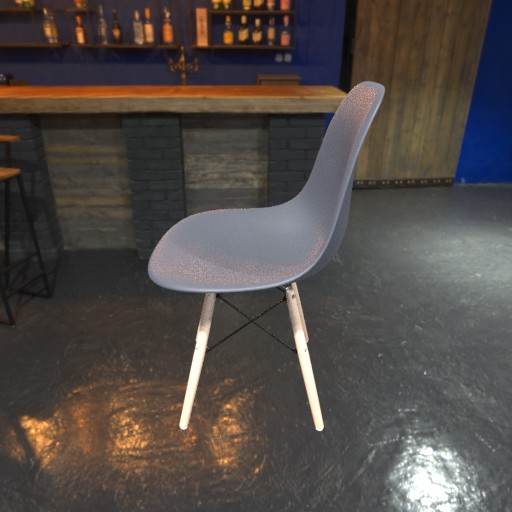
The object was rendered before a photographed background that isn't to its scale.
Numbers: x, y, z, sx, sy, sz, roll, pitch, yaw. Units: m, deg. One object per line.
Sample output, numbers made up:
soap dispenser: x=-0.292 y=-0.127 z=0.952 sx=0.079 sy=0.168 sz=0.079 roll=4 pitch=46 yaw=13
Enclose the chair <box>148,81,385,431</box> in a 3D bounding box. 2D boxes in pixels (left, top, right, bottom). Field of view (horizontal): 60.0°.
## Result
chair: x=0.000 y=0.000 z=1.136 sx=0.533 sy=0.826 sz=0.470 roll=0 pitch=27 yaw=0
